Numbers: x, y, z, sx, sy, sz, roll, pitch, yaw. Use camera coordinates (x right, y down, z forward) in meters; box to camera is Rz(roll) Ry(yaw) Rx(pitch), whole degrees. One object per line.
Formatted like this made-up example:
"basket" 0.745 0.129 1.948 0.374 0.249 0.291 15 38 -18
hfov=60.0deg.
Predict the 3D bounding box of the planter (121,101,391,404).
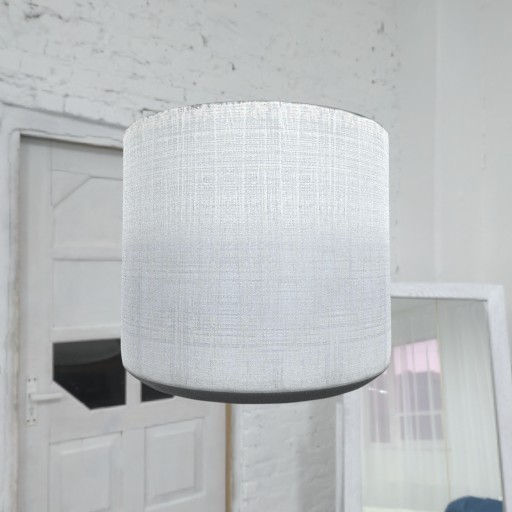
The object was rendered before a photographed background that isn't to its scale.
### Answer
"planter" 0.000 0.000 0.435 0.254 0.221 0.254 0 0 0
